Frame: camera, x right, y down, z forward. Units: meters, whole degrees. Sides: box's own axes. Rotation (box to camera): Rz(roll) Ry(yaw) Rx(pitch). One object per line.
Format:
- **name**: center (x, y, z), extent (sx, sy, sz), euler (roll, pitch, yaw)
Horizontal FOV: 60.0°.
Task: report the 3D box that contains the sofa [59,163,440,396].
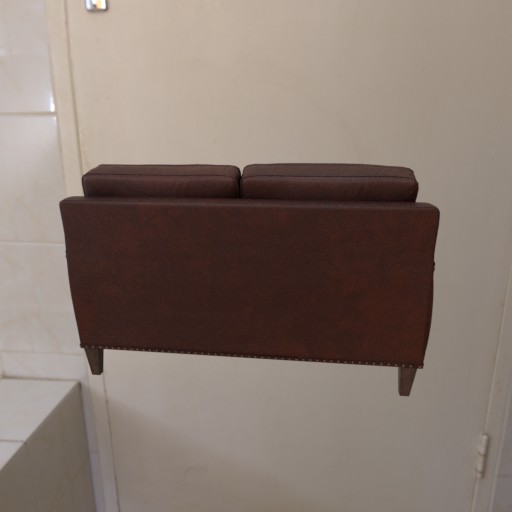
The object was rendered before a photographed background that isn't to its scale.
- **sofa**: center (0.000, 0.000, 2.321), extent (1.628, 1.003, 1.083), euler (2, 16, 7)
